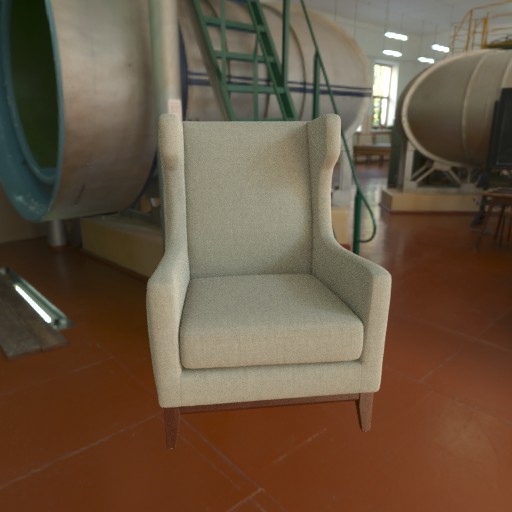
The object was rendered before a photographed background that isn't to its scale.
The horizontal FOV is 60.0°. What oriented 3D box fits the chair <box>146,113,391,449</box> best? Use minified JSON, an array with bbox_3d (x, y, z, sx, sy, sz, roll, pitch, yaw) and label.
[{"bbox_3d":[0.000,0.000,1.752,0.778,1.079,0.899,-2,17,-7],"label":"chair"}]
